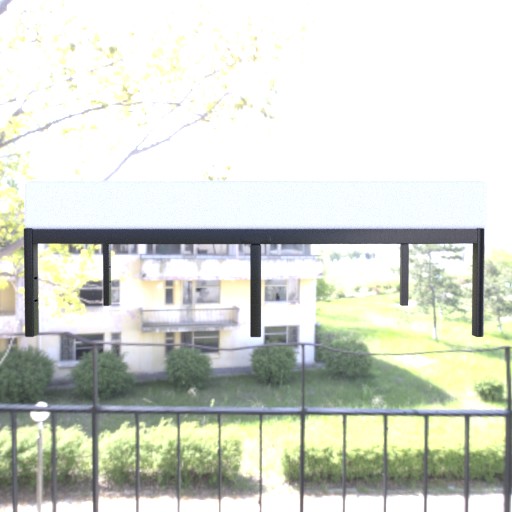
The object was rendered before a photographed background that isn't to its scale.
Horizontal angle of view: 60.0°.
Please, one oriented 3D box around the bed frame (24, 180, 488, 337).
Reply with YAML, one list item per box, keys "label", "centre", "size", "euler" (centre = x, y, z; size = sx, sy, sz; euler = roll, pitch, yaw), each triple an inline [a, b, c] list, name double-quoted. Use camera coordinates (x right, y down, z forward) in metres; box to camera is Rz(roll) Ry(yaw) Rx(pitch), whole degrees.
- label: "bed frame"
  centre: [0.000, 0.000, 2.356]
  size: [1.950, 0.659, 1.023]
  euler: [0, 1, 0]
